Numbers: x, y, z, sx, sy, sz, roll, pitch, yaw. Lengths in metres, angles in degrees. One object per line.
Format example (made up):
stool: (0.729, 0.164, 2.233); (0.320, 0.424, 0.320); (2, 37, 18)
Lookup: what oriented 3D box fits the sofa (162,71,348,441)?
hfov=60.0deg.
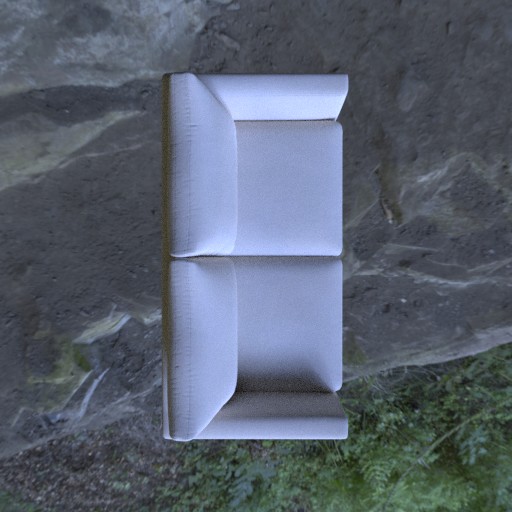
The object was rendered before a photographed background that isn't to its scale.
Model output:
sofa: (0.000, 0.000, 2.289); (0.906, 0.995, 1.739); (0, 90, 0)
